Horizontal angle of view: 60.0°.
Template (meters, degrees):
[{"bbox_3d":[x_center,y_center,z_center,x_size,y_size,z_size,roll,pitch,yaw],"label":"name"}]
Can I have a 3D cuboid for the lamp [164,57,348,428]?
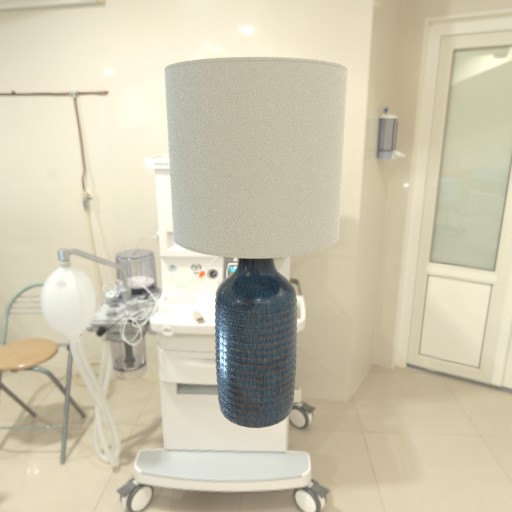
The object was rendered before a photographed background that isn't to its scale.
[{"bbox_3d":[0.000,0.000,0.611,0.220,0.475,0.220,3,16,9],"label":"lamp"}]
